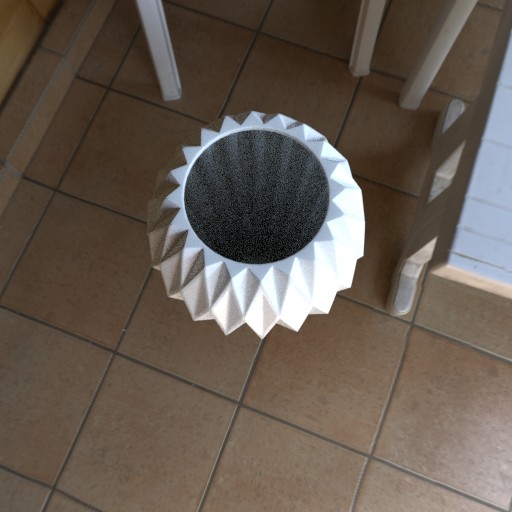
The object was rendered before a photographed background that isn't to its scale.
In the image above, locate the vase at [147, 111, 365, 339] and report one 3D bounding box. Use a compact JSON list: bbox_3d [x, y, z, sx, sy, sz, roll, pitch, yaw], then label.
[{"bbox_3d":[0.000,0.000,0.341,0.133,0.263,0.133,0,77,0],"label":"vase"}]
